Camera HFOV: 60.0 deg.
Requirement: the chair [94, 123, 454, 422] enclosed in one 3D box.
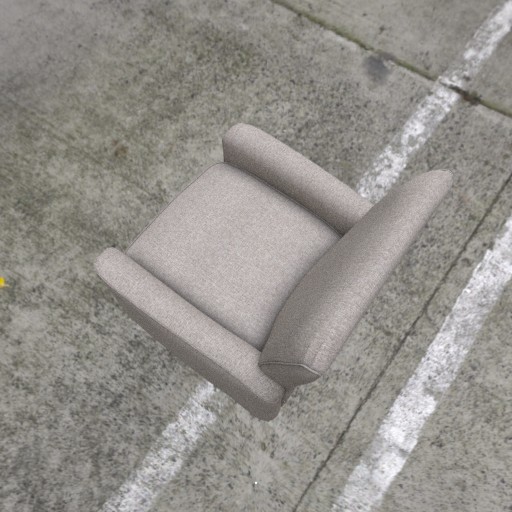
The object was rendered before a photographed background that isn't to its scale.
[{"bbox_3d":[0.000,0.000,1.596,0.864,1.014,0.848,34,68,16],"label":"chair"}]
